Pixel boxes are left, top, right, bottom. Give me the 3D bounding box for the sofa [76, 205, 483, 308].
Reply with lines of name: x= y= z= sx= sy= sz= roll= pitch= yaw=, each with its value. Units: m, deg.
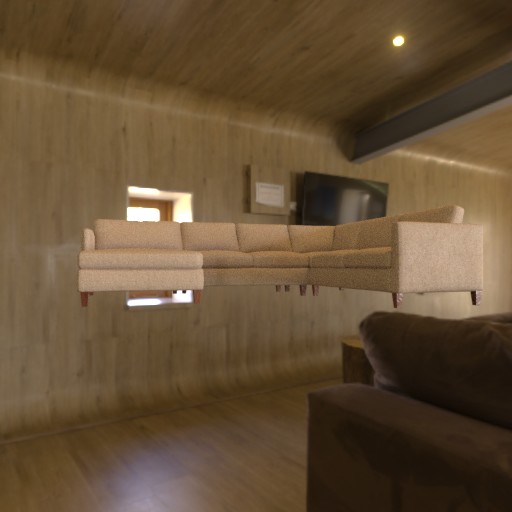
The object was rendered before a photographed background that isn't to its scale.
sofa: x=0.000 y=0.000 z=4.518 sx=3.403 sy=0.889 sz=2.551 roll=0 pitch=-1 yaw=-18
